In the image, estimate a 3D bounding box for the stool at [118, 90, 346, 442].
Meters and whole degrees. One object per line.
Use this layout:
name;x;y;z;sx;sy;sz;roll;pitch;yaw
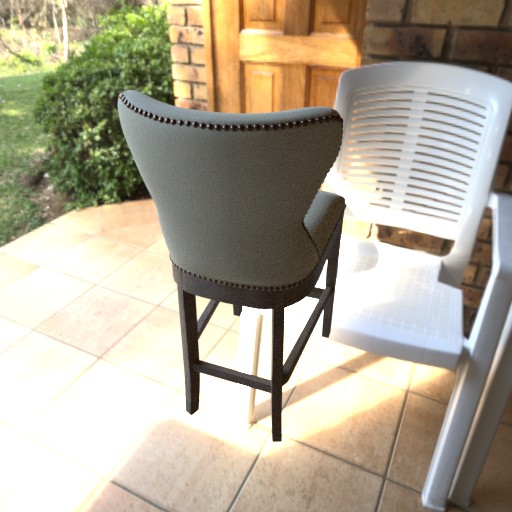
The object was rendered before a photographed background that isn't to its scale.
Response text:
stool;0.000;0.000;1.306;0.498;0.981;0.608;11;34;17
